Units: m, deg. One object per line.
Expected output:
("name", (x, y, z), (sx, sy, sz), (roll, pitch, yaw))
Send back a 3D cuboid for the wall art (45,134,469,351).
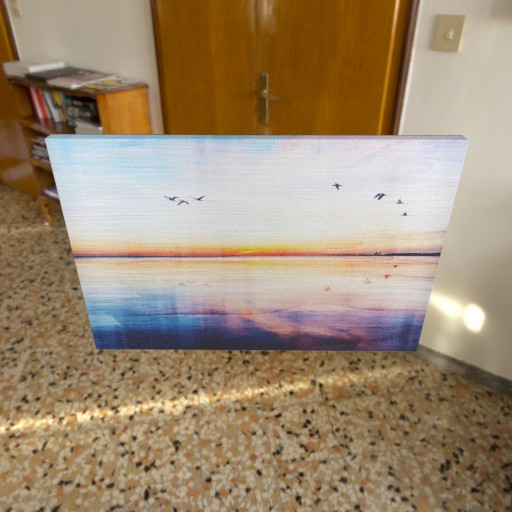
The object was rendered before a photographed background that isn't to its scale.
("wall art", (0.000, 0.000, 1.121), (0.911, 0.605, 0.037), (0, 31, 1))
